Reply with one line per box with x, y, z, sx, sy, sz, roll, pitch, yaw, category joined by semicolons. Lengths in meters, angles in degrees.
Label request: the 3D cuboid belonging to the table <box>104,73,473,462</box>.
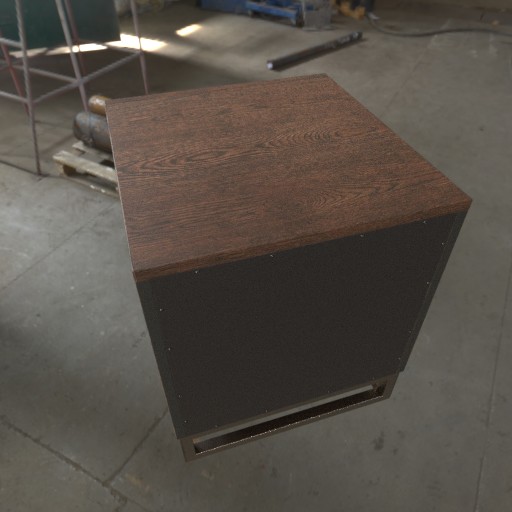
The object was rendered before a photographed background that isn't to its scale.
0.000;0.000;1.004;0.506;0.582;0.566;-12;44;-13;table
